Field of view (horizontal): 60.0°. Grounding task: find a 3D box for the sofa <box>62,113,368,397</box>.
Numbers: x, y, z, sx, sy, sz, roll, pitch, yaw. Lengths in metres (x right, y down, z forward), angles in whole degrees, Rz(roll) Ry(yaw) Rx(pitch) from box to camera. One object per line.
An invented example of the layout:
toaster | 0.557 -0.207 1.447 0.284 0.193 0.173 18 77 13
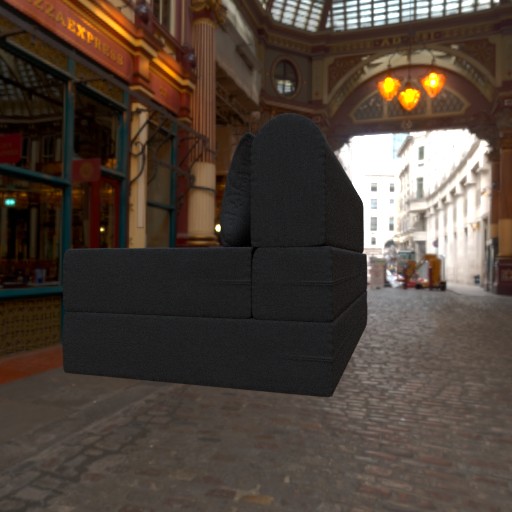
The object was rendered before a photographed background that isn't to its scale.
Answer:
sofa | 0.000 0.000 1.717 0.762 0.670 1.225 0 -1 18
